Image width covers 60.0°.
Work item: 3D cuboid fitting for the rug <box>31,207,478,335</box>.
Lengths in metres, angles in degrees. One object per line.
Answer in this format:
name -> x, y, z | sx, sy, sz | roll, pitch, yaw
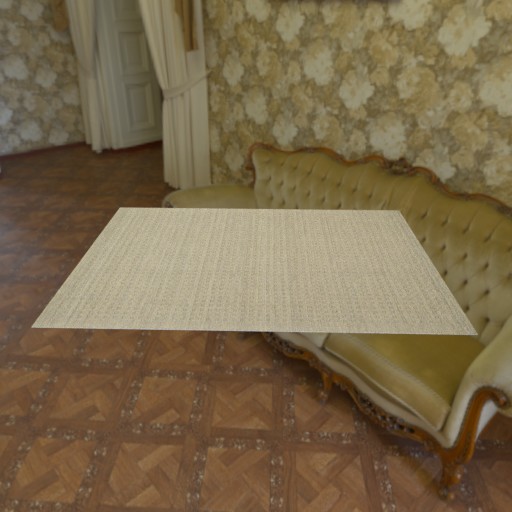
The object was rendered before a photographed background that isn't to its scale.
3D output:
rug -> 0.000, 0.000, 3.736 | 2.895, 0.006, 1.981 | 1, 29, 1
